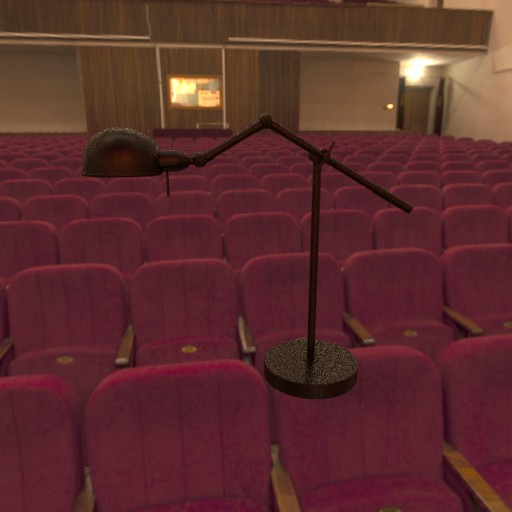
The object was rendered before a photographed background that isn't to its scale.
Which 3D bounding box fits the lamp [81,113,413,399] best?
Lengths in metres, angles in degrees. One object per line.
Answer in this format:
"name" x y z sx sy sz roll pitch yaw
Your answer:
"lamp" 0.000 0.000 0.809 0.567 0.495 0.185 -2 15 -8
